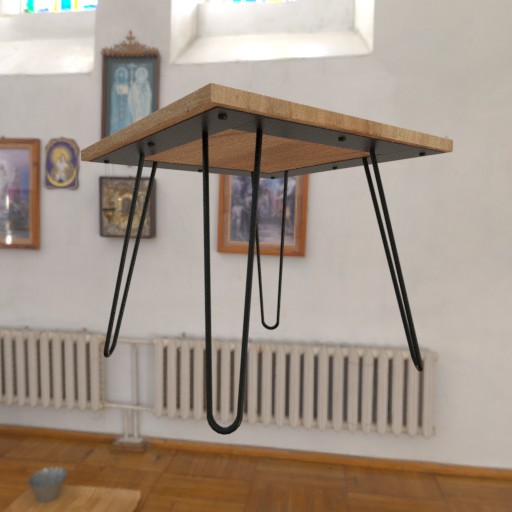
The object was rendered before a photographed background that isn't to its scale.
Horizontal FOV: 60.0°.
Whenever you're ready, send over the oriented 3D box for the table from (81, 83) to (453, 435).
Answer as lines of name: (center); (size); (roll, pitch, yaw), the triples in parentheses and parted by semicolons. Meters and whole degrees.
table: (0.000, 0.000, 1.012); (0.599, 0.500, 0.599); (-2, 4, -37)
